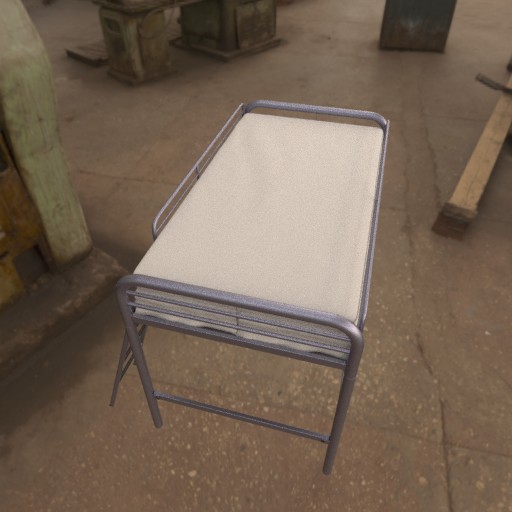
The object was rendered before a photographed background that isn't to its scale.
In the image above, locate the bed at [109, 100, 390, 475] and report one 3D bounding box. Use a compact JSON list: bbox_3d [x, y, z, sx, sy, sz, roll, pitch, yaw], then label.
[{"bbox_3d":[0.000,0.000,2.906,1.415,1.288,1.965,10,42,12],"label":"bed"}]
